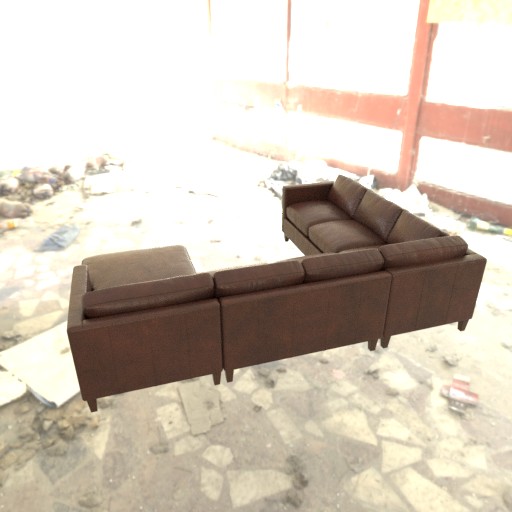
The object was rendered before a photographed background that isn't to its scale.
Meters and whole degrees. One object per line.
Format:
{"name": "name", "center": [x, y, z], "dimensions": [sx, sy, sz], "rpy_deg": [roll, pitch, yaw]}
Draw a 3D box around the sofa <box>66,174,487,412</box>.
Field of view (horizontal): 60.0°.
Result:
{"name": "sofa", "center": [0.000, 0.000, 4.442], "dimensions": [3.324, 0.891, 2.452], "rpy_deg": [-8, 27, -16]}
